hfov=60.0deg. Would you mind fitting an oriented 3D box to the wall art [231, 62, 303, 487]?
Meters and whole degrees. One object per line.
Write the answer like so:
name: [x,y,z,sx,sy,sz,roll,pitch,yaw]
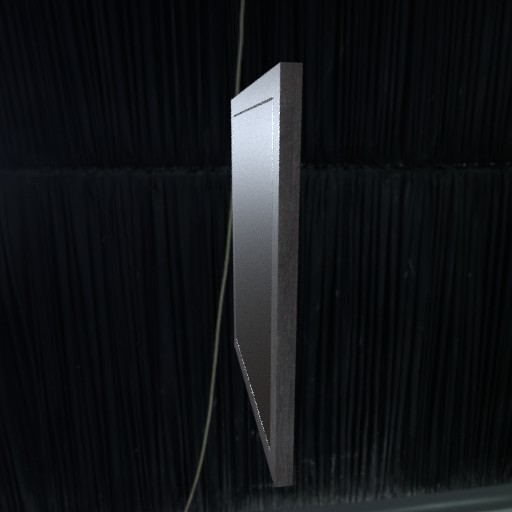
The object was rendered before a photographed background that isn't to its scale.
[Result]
wall art: [0.000,0.000,0.810,0.027,0.580,0.479,-2,15,-9]
